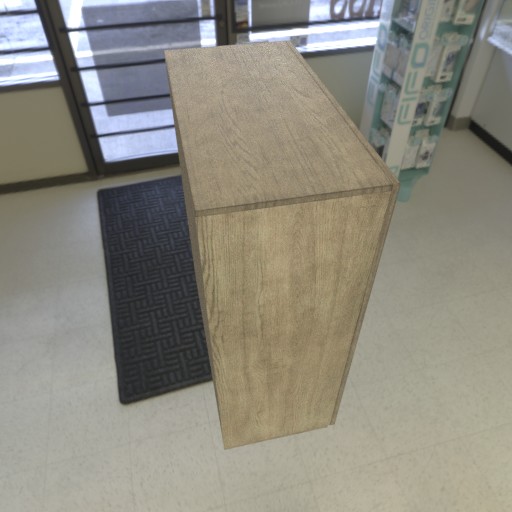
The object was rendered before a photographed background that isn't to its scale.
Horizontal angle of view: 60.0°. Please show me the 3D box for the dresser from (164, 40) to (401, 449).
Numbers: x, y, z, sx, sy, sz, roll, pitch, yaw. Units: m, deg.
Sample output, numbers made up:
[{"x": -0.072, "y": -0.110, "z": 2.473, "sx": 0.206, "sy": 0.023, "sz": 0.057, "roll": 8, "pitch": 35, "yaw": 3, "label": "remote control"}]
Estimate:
[{"x": 0.000, "y": 0.000, "z": 1.783, "sx": 0.483, "sy": 1.295, "sz": 0.967, "roll": -9, "pitch": 45, "yaw": -9, "label": "dresser"}]
